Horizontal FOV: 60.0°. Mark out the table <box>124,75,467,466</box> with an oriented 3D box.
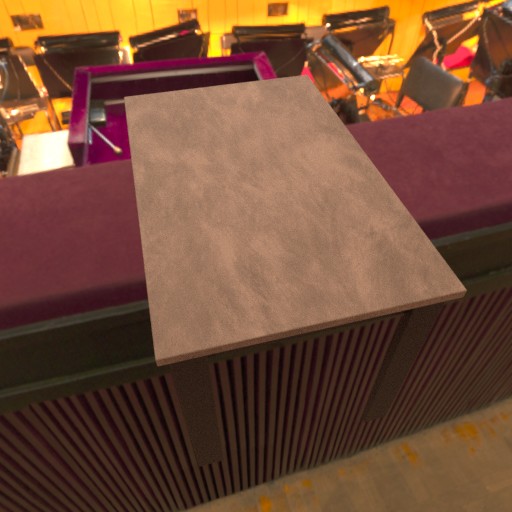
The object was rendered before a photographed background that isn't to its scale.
[{"bbox_3d":[0.000,0.000,1.571,0.700,0.734,1.100,-11,48,-10],"label":"table"}]
